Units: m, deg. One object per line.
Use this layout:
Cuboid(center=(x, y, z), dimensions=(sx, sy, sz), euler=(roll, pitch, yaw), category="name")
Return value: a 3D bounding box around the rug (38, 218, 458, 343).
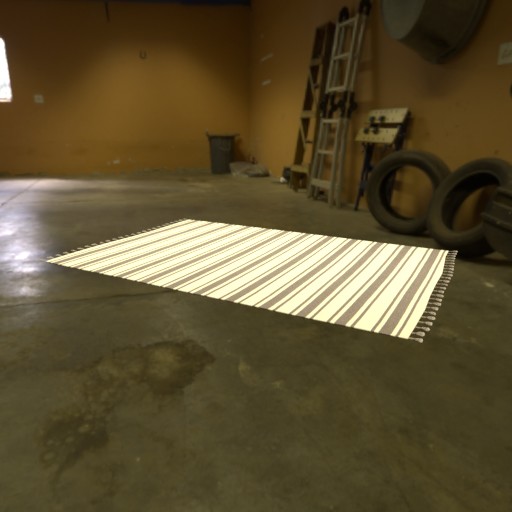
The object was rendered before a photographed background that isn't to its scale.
Cuboid(center=(0.000, 0.000, 3.004), dimensions=(2.425, 0.014, 1.563), euler=(9, 18, 28), category="rug")
